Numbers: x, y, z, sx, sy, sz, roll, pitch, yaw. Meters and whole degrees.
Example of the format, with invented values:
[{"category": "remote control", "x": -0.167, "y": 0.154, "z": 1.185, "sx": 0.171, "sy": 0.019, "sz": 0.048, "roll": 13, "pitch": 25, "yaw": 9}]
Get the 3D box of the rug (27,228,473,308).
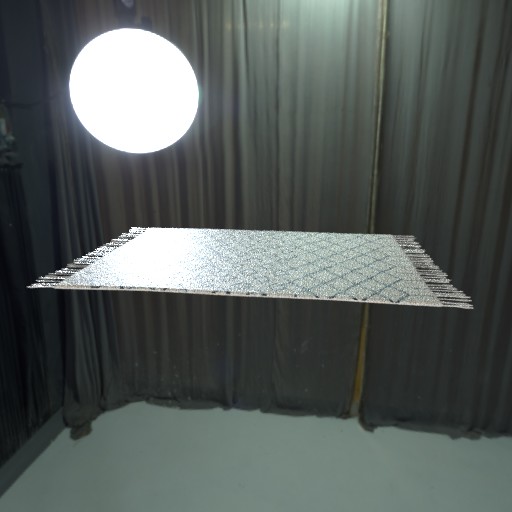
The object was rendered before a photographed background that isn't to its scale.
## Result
[{"category": "rug", "x": 0.000, "y": 0.000, "z": 3.283, "sx": 2.615, "sy": 0.029, "sz": 1.664, "roll": 2, "pitch": 16, "yaw": 7}]
